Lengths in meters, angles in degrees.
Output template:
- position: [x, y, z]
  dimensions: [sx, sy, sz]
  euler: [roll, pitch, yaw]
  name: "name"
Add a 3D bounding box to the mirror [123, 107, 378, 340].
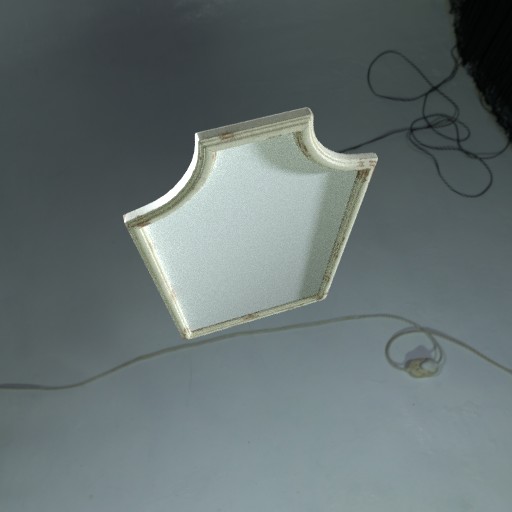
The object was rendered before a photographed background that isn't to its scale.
- position: [0.000, 0.000, 0.877]
  dimensions: [0.403, 0.717, 0.022]
  euler: [-15, 64, -8]
  name: "mirror"
